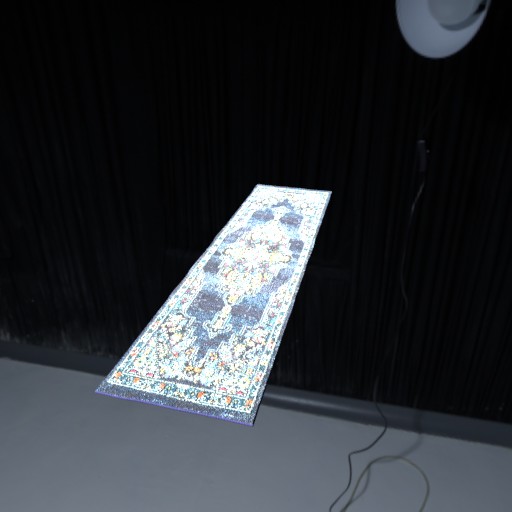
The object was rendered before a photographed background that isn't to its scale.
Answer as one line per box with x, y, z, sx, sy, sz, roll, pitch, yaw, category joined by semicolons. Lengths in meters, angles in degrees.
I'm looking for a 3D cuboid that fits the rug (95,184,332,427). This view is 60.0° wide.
0.000;0.000;2.506;0.602;0.016;2.283;7;30;13;rug
